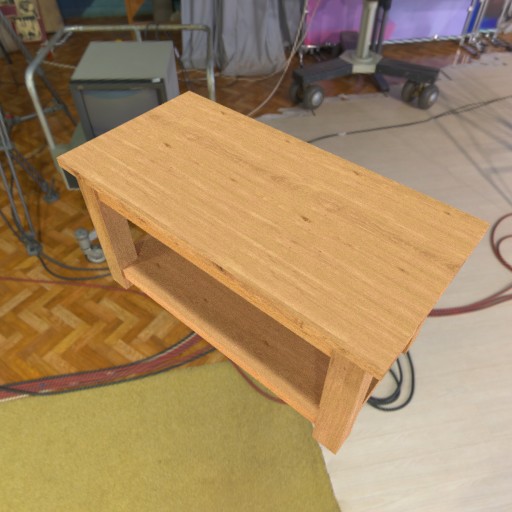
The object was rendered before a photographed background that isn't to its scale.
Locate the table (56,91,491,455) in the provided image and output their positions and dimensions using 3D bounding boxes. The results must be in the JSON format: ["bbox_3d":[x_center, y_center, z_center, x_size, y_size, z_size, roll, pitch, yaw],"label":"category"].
[{"bbox_3d":[0.000,0.000,1.168,0.899,0.452,0.450,32,54,26],"label":"table"}]
